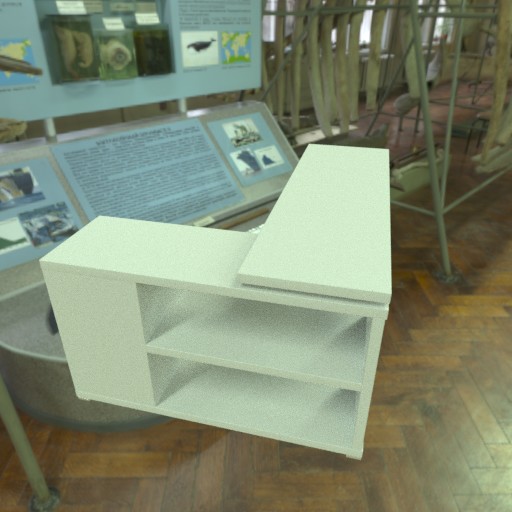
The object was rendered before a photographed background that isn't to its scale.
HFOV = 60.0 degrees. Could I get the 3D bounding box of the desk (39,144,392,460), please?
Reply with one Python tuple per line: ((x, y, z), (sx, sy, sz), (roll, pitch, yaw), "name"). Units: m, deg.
((0.000, 0.000, 2.239), (1.200, 0.753, 1.524), (7, 30, 12), "desk")
